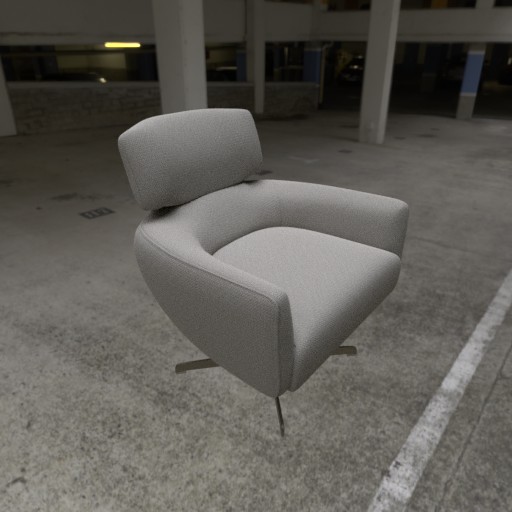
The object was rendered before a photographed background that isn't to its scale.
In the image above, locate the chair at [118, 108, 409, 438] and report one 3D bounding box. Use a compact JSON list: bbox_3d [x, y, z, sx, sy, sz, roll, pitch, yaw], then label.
[{"bbox_3d":[0.000,0.000,1.399,0.730,0.810,0.760,19,32,33],"label":"chair"}]
